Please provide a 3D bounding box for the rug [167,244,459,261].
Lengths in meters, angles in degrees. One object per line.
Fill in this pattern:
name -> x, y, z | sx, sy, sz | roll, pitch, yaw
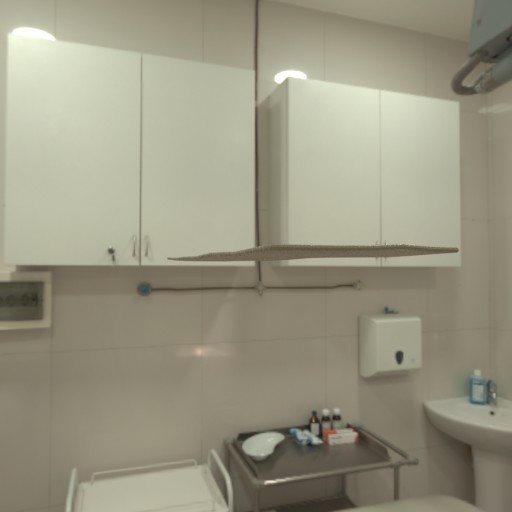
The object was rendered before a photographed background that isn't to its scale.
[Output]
rug -> 0.000, 0.000, 2.674 | 0.752, 0.051, 2.452 | 1, -2, -19
